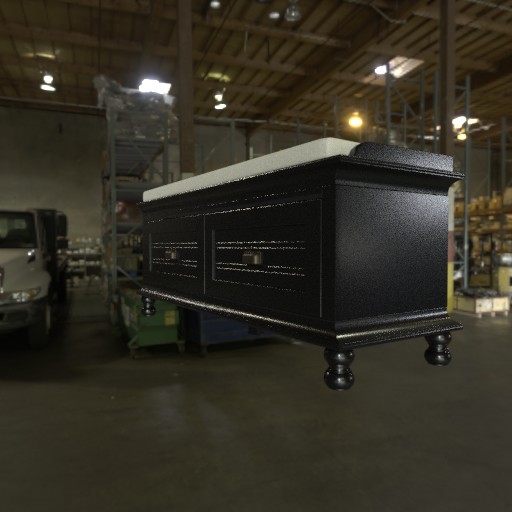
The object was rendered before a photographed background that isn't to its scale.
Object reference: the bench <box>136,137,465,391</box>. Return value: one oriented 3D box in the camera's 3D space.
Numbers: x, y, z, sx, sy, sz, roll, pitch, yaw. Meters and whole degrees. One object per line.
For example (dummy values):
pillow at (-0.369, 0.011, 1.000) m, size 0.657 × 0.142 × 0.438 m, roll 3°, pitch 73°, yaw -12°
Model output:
bench at (0.000, 0.000, 1.434) m, size 0.402 × 0.501 × 1.185 m, roll -1°, pitch 2°, yaw -33°
